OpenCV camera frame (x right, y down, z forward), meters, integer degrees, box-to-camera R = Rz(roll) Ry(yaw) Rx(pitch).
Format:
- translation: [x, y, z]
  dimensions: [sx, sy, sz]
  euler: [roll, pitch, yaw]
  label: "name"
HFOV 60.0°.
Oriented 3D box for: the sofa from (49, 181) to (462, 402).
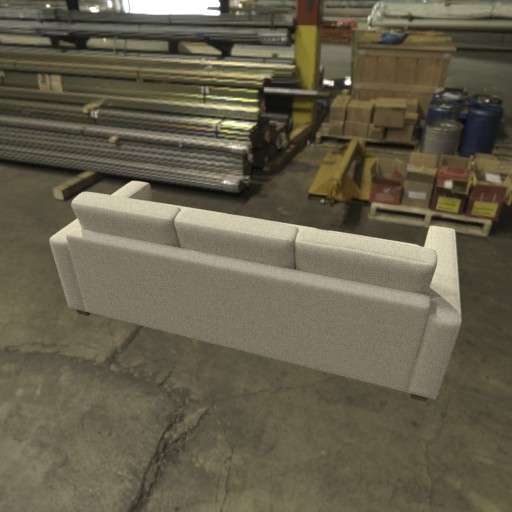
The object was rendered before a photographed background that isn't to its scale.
- translation: [0.000, 0.000, 2.602]
  dimensions: [2.160, 0.800, 0.900]
  euler: [11, 35, 16]
  label: "sofa"
